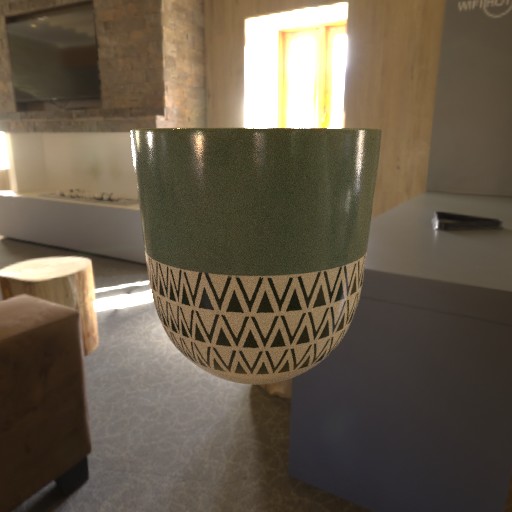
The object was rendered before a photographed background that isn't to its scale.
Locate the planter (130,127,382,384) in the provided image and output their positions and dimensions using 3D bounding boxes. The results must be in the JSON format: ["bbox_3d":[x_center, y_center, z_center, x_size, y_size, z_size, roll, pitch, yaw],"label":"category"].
[{"bbox_3d":[0.000,0.000,0.390,0.198,0.214,0.198,0,15,0],"label":"planter"}]
